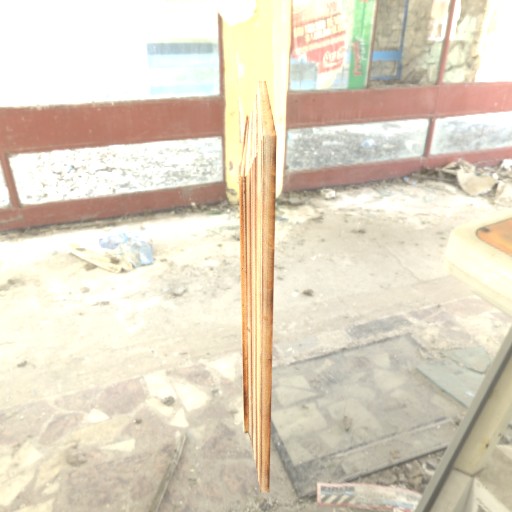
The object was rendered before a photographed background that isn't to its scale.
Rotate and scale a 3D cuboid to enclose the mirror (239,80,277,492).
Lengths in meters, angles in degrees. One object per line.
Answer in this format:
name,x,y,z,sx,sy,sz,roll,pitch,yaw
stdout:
mirror,0.000,0.000,1.190,0.061,0.804,0.804,0,27,0
